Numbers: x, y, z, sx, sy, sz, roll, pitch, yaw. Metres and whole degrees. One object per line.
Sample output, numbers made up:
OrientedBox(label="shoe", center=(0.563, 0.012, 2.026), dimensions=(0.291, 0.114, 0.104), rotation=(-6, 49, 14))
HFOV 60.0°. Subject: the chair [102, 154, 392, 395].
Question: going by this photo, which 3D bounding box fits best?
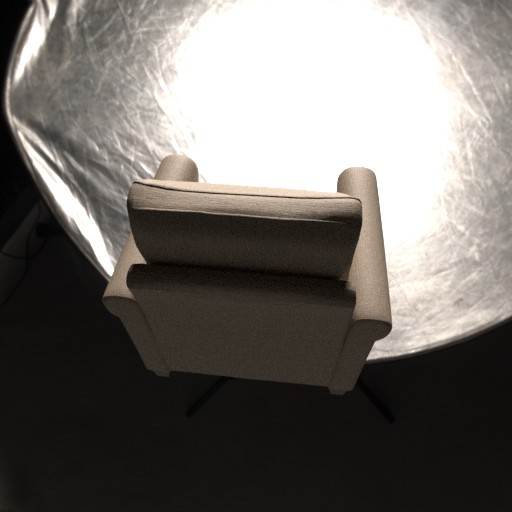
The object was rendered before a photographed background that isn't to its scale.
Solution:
OrientedBox(label="chair", center=(0.000, 0.000, 2.315), dimensions=(1.275, 1.349, 1.180), rotation=(5, 45, 5))
